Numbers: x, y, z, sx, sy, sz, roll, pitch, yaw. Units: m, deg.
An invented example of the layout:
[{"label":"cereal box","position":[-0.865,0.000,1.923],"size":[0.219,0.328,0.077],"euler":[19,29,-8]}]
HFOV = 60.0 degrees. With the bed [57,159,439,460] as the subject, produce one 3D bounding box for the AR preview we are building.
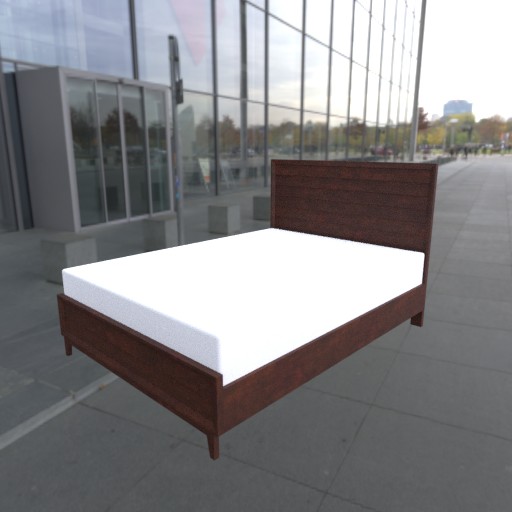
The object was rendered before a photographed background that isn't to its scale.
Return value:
[{"label":"bed","position":[0.000,0.000,3.148],"size":[1.600,1.270,2.184],"euler":[13,19,42]}]
